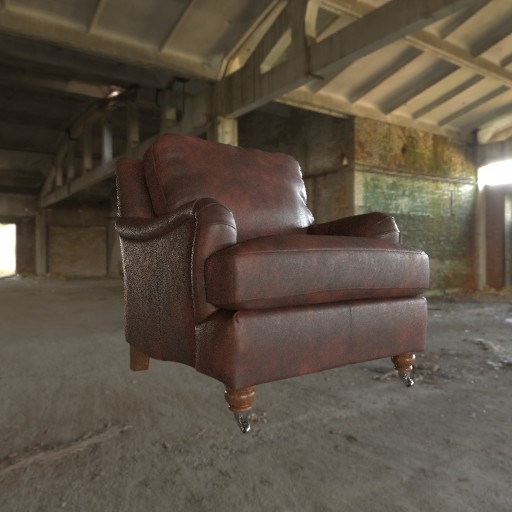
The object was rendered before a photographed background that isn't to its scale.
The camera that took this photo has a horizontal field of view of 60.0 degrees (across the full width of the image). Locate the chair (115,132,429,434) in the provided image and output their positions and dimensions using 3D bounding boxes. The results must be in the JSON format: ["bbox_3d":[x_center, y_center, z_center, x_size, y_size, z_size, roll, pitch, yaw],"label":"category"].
[{"bbox_3d":[0.000,0.000,1.960,0.987,1.051,1.156,0,0,-36],"label":"chair"}]
